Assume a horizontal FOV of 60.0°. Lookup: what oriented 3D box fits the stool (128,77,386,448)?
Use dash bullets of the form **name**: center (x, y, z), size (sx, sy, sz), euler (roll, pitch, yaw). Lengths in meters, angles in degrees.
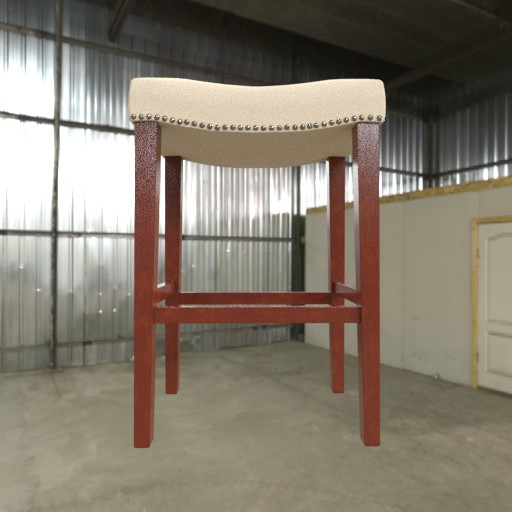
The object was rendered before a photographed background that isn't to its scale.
- **stool**: center (0.000, 0.000, 1.039), size (0.504, 0.742, 0.372), euler (0, 0, -1)
